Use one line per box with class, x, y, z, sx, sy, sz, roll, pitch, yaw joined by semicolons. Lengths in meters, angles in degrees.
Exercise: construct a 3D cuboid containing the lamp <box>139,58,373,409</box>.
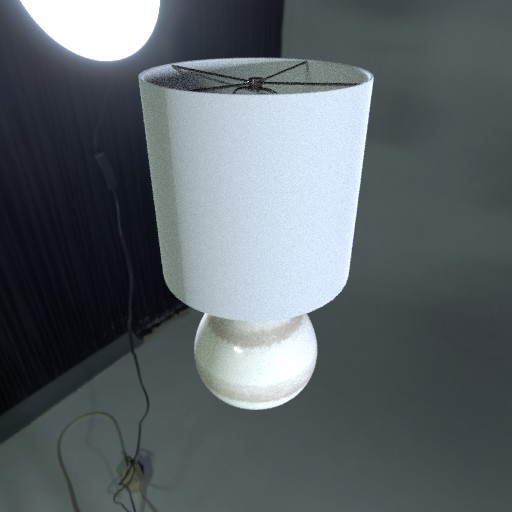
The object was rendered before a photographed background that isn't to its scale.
lamp;0.000;0.000;0.522;0.217;0.404;0.217;18;35;28
